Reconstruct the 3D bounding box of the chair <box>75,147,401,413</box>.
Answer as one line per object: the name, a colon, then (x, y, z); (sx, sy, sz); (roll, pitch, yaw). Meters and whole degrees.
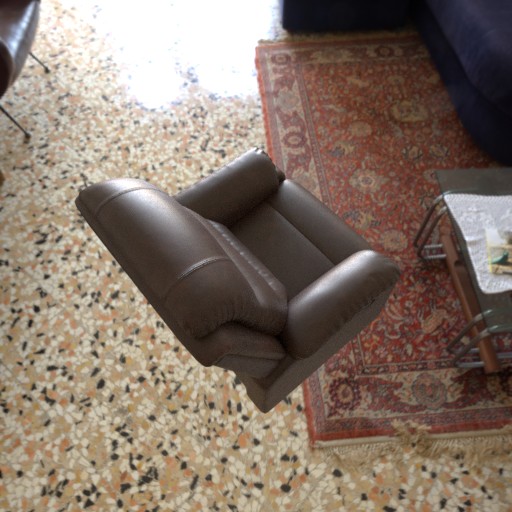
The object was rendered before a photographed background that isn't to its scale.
chair: (0.000, 0.000, 1.693); (0.919, 0.992, 0.855); (-35, 64, -20)
